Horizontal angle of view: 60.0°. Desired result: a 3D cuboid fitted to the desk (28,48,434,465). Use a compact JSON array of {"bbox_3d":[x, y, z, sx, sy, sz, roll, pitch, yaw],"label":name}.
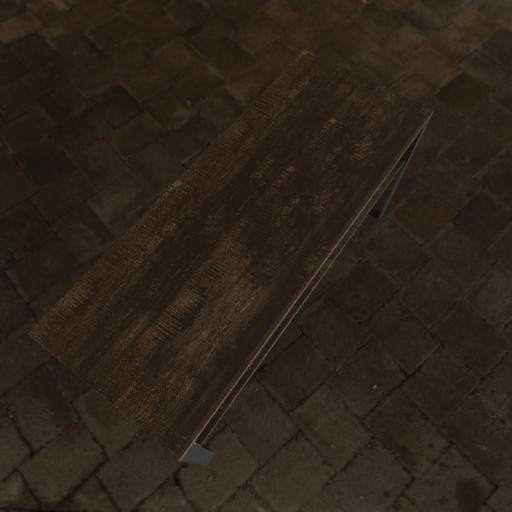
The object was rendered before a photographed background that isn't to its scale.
[{"bbox_3d":[0.000,0.000,1.869,0.599,0.762,1.524,33,68,15],"label":"desk"}]
